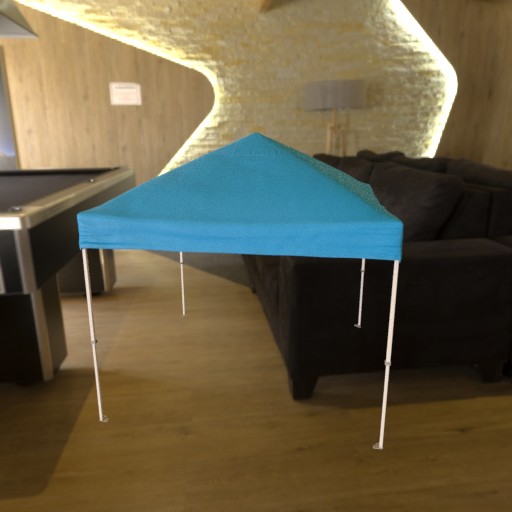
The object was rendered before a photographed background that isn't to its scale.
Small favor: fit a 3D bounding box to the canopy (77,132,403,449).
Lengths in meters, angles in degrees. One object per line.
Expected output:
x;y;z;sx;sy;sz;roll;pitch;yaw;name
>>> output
0.000;0.000;5.567;2.998;2.997;2.996;2;16;8;canopy
